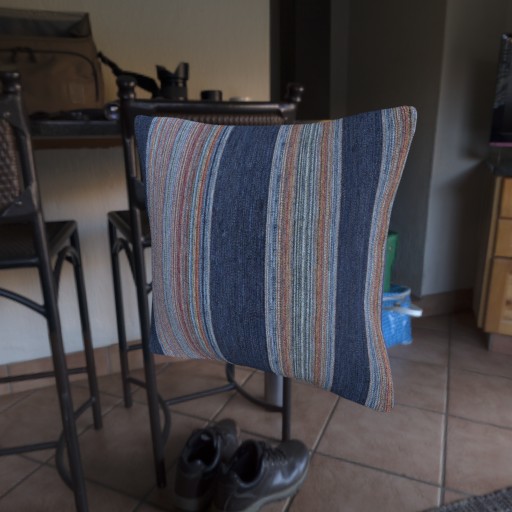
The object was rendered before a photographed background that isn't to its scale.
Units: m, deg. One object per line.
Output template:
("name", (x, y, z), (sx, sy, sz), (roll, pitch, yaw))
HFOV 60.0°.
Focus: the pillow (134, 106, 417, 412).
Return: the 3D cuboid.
("pillow", (0.000, 0.000, 0.671), (0.437, 0.419, 0.136), (7, 16, 25))
